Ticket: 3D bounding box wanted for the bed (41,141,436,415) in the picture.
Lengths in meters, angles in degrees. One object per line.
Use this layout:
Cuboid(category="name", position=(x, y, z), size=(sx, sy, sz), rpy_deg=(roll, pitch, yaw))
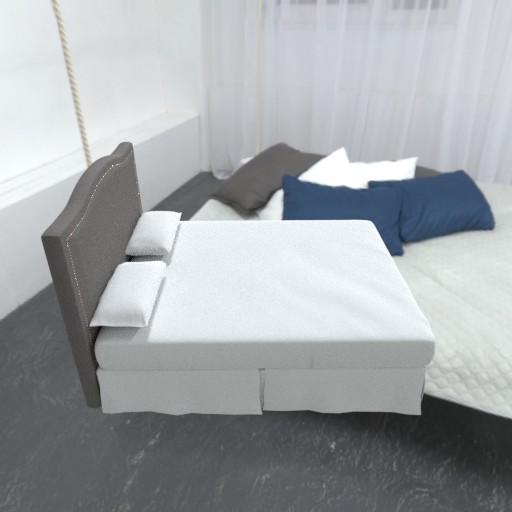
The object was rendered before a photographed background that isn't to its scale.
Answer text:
Cuboid(category="bed", position=(0.000, 0.000, 3.373), size=(2.282, 1.436, 1.821), rpy_deg=(0, 31, -1))
